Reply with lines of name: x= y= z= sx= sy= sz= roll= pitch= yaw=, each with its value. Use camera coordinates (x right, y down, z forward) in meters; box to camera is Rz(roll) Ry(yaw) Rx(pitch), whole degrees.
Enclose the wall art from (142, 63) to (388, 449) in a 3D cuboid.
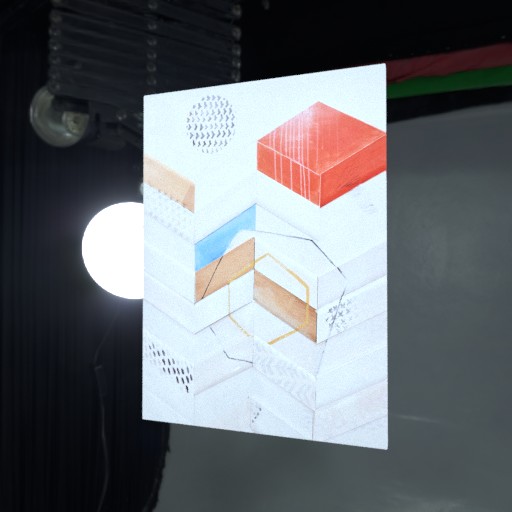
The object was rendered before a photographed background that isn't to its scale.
wall art: x=0.000 y=0.000 z=1.083 sx=0.613 sy=0.848 sz=0.036 roll=0 pitch=-1 yaw=18
